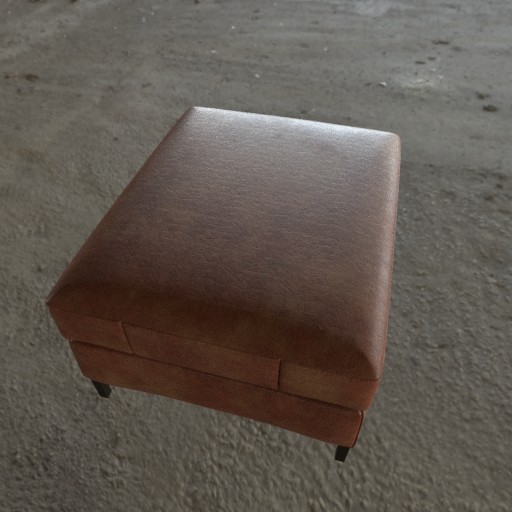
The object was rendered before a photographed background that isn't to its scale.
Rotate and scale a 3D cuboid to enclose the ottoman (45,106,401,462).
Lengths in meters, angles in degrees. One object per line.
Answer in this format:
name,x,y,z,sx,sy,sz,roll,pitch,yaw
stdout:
ottoman,0.000,0.000,1.749,0.965,0.667,1.186,11,48,10
